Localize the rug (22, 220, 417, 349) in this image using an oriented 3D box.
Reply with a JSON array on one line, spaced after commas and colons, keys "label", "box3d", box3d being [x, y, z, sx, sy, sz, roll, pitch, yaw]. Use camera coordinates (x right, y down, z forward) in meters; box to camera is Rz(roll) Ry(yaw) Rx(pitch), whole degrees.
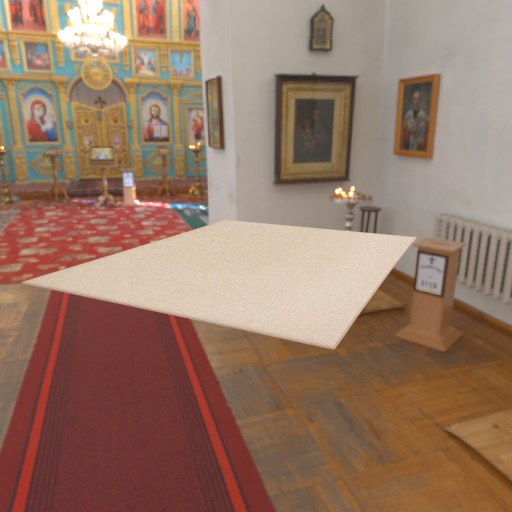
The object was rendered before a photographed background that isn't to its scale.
[{"label": "rug", "box3d": [0.000, 0.000, 4.127, 2.462, 0.018, 3.039, 7, 16, 26]}]
